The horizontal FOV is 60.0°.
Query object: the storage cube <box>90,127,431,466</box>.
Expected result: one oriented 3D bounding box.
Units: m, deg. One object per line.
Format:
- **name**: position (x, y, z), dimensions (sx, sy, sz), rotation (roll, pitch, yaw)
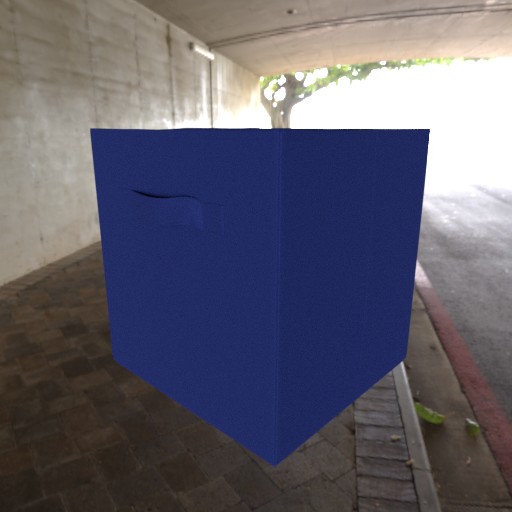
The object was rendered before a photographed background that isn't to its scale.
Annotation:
- **storage cube**: position (0.000, 0.000, 0.506), dimensions (0.270, 0.280, 0.270), rotation (15, 22, 41)
